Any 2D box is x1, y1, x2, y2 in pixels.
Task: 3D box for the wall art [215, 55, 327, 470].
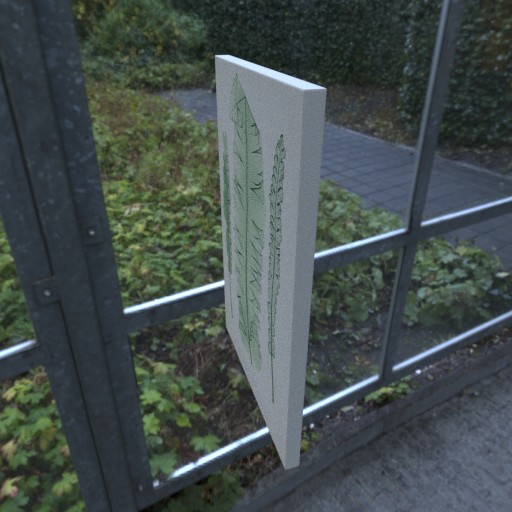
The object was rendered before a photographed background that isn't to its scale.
[{"bbox_3d":[0.000,0.000,1.163,0.038,0.914,0.610,-9,30,-15],"label":"wall art"}]
